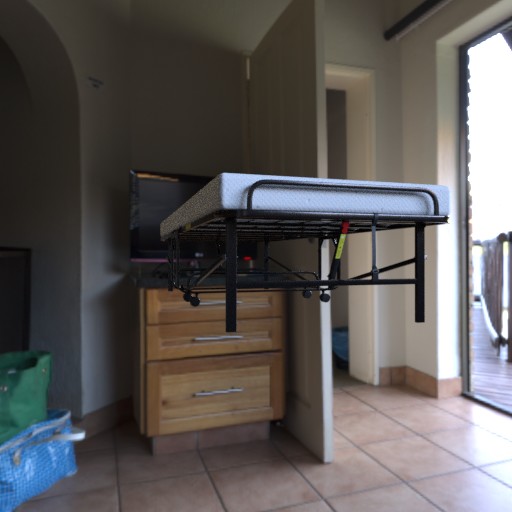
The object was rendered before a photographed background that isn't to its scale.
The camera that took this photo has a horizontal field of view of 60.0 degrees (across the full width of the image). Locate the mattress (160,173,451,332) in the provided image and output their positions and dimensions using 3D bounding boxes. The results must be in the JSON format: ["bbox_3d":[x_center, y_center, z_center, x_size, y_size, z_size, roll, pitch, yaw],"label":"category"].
[{"bbox_3d":[0.000,0.000,2.503,0.922,0.519,2.153,0,0,-17],"label":"mattress"}]
